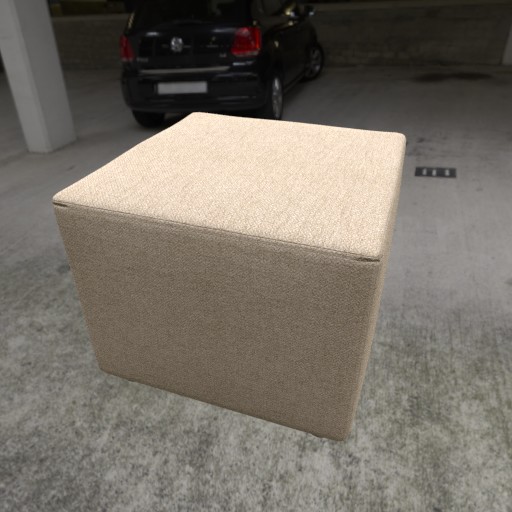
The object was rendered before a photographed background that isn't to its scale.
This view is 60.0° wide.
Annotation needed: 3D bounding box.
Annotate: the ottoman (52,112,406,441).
[{"bbox_3d":[0.000,0.000,0.900,0.508,0.432,0.508,11,35,16],"label":"ottoman"}]
